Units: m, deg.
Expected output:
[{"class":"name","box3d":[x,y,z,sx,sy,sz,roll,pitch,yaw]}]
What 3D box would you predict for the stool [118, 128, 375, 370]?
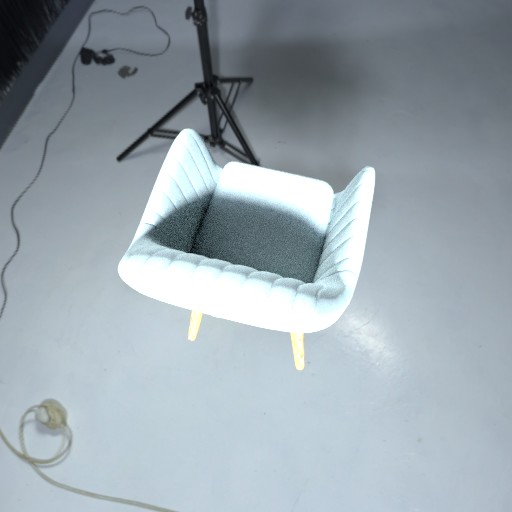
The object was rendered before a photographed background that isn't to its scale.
[{"class":"stool","box3d":[0.000,0.000,1.206,0.503,0.830,0.590,14,65,6]}]
